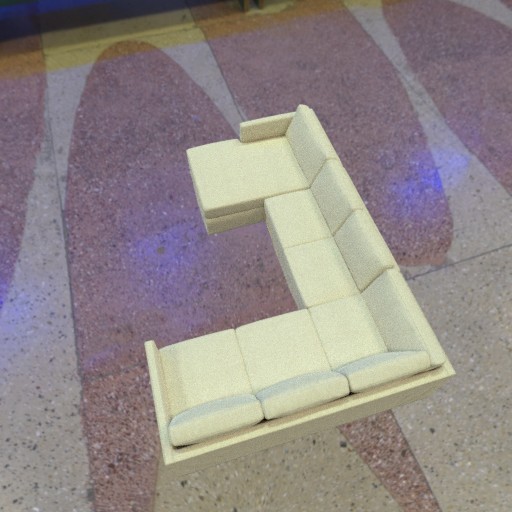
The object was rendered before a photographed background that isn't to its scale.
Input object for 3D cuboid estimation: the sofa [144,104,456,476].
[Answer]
[{"bbox_3d":[0.000,0.000,4.538,2.448,0.882,3.464,-14,58,-9],"label":"sofa"}]
